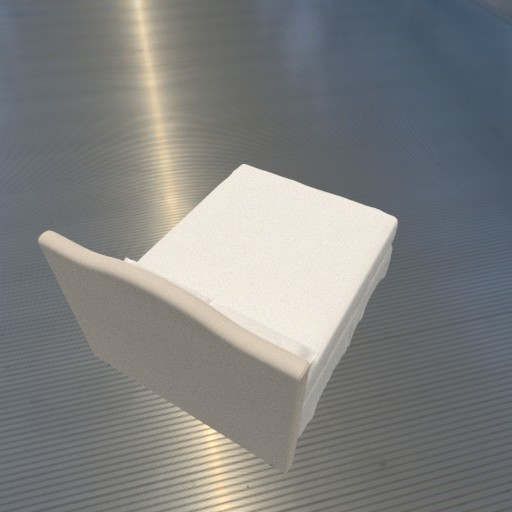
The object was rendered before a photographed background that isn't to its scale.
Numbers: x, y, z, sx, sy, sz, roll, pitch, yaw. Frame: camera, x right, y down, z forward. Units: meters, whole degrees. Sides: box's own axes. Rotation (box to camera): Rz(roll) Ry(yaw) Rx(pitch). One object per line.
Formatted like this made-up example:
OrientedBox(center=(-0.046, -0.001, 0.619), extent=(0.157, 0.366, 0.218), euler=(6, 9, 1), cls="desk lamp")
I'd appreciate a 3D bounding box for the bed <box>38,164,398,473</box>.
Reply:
OrientedBox(center=(0.000, 0.000, 3.374), extent=(1.753, 1.460, 2.143), euler=(23, 51, 21), cls="bed")
